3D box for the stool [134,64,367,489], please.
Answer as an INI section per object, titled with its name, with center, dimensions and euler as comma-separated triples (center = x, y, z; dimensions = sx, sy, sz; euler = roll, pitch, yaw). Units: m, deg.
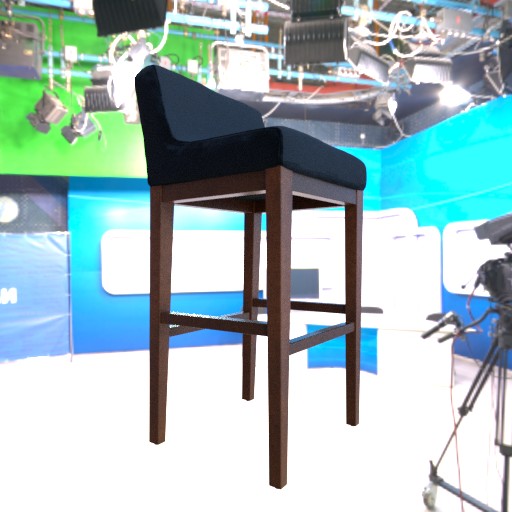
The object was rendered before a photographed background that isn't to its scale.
[stool]
center = 0.000, 0.000, 1.289
dimensions = 0.500, 1.037, 0.511
euler = 1, 1, 35
